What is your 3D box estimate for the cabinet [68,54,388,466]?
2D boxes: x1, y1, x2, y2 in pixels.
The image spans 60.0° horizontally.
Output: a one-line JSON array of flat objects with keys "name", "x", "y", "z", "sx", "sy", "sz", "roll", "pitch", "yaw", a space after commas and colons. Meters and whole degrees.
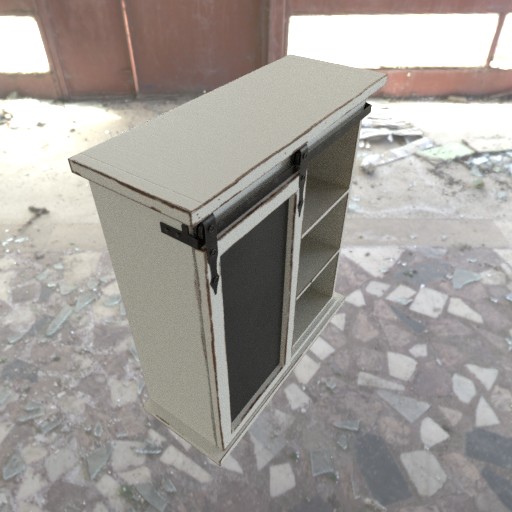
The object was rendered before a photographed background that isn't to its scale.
[{"name": "cabinet", "x": 0.000, "y": 0.000, "z": 0.885, "sx": 0.210, "sy": 0.603, "sz": 0.541, "roll": 25, "pitch": 46, "yaw": 26}]
